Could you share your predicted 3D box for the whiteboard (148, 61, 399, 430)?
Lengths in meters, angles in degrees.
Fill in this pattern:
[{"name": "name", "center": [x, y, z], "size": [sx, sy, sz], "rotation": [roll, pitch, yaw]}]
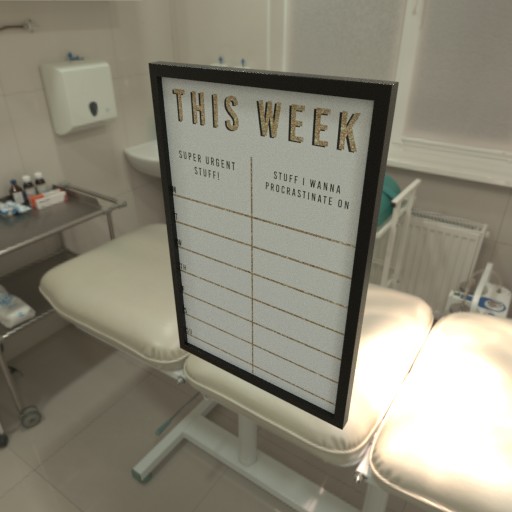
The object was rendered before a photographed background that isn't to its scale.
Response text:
[{"name": "whiteboard", "center": [0.000, 0.000, 0.785], "size": [0.406, 0.611, 0.026], "rotation": [18, 35, 29]}]
